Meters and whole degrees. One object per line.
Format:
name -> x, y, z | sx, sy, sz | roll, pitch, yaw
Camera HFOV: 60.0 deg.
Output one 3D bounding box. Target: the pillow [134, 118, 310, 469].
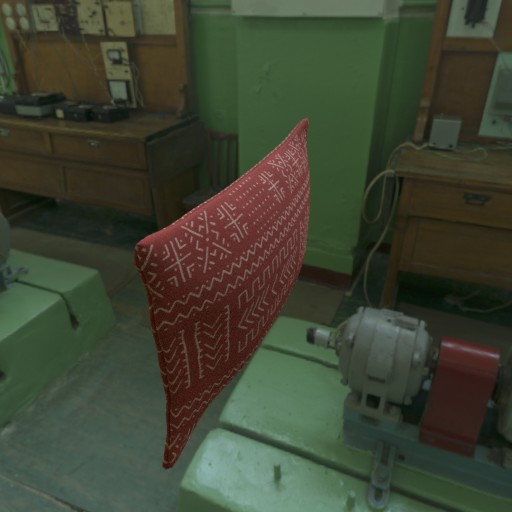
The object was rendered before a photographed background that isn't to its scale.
pillow -> 0.000, 0.000, 0.782 | 0.130, 0.352, 0.640 | 11, 31, 18
